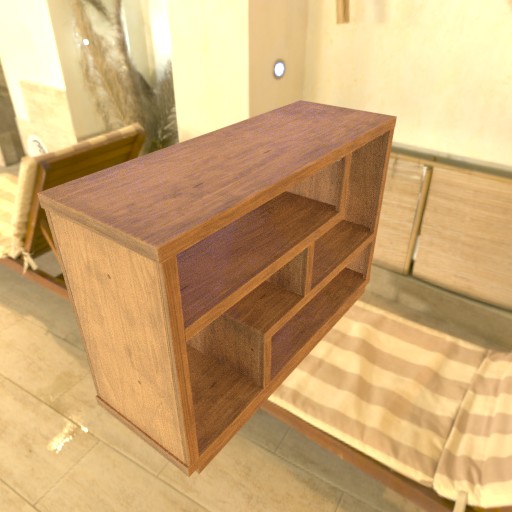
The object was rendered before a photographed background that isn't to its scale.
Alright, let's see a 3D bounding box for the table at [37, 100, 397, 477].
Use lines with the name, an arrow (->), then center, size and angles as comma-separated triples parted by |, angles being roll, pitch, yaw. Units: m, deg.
table -> 0.000, 0.000, 1.523 | 0.410, 0.771, 1.151 | 22, 38, 31
